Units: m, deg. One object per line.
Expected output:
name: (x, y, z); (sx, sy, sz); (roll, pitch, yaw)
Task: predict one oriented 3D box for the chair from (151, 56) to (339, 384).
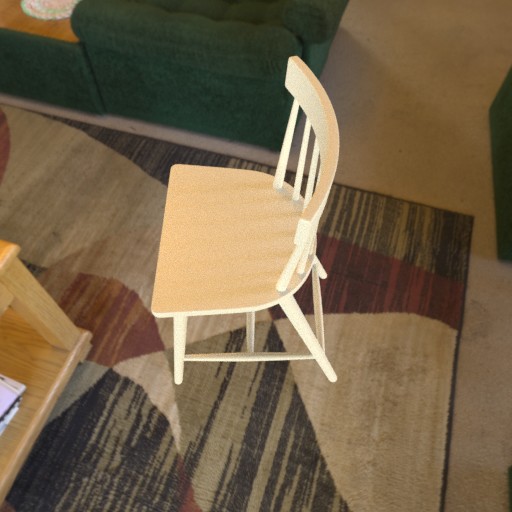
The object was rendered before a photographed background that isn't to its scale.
chair: (0.000, 0.000, 1.277); (0.572, 0.952, 0.483); (0, 57, 0)
